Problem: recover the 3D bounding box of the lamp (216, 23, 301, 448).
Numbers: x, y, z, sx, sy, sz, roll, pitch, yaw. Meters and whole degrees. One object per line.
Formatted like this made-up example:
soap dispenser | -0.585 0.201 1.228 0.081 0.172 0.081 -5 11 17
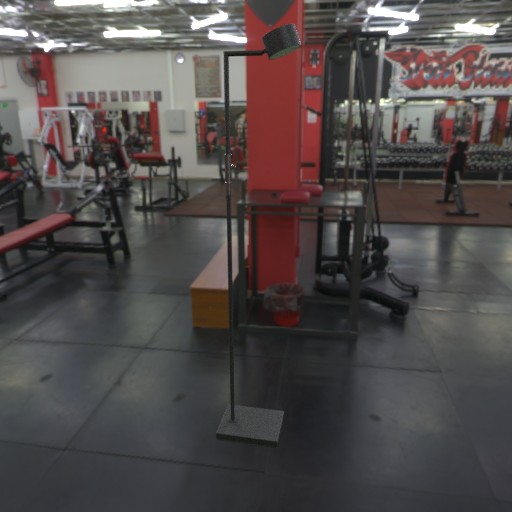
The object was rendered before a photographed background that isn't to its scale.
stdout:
lamp | 0.000 0.000 1.710 0.304 1.600 0.203 3 18 11
